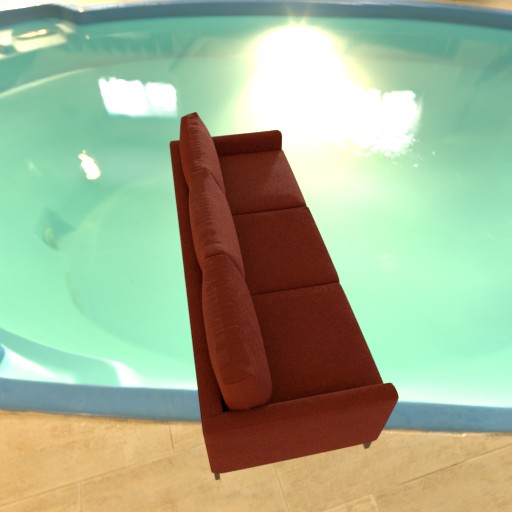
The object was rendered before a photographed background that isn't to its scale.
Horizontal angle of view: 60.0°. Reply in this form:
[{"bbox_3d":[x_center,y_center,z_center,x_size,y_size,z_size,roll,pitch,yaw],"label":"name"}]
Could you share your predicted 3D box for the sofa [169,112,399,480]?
[{"bbox_3d":[0.000,0.000,2.719,0.875,0.879,2.252,-8,47,-8],"label":"sofa"}]
